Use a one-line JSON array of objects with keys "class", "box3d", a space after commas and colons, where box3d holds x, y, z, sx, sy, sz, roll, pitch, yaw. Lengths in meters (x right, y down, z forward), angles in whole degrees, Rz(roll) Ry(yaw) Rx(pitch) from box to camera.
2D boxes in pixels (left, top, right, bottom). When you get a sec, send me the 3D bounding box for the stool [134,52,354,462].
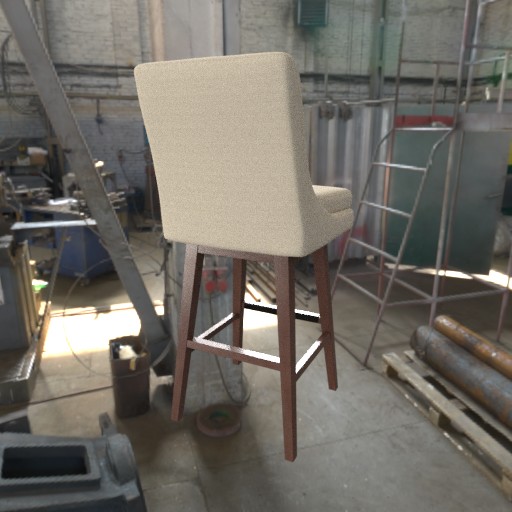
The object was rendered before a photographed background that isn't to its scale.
[{"class": "stool", "box3d": [0.000, 0.000, 1.400, 0.483, 1.093, 0.559, 8, 18, 26]}]
